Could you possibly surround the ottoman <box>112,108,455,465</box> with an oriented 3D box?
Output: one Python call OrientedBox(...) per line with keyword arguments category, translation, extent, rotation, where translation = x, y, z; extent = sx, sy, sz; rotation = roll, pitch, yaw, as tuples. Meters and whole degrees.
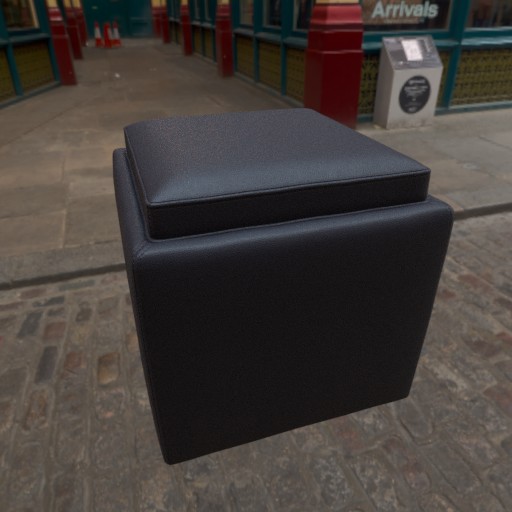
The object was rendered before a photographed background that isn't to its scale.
OrientedBox(category="ottoman", translation=(0.000, 0.000, 0.803), extent=(0.451, 0.460, 0.450), rotation=(-9, 31, -16))
